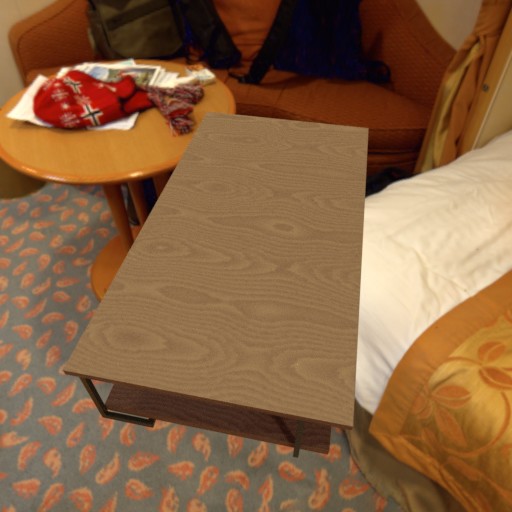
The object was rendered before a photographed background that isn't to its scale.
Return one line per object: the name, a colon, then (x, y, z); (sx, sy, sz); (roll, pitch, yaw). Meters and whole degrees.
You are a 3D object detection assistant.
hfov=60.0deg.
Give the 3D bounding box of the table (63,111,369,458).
table: (0.000, 0.000, 1.487); (0.651, 0.347, 1.197); (8, 47, 8)
